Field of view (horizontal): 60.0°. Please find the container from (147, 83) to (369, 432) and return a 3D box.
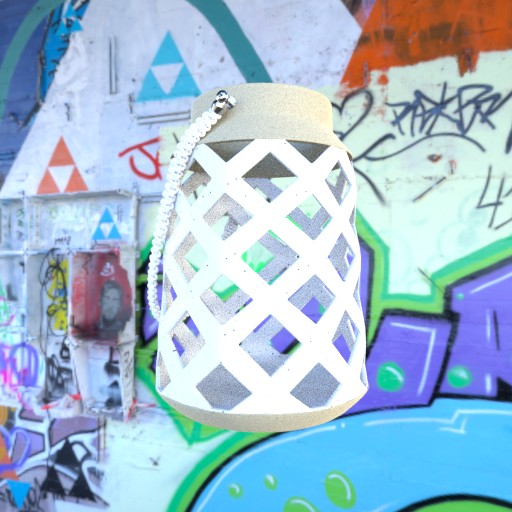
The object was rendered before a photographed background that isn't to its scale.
[{"bbox_3d":[0.000,0.000,0.401,0.198,0.264,0.188,0,0,19],"label":"container"}]
